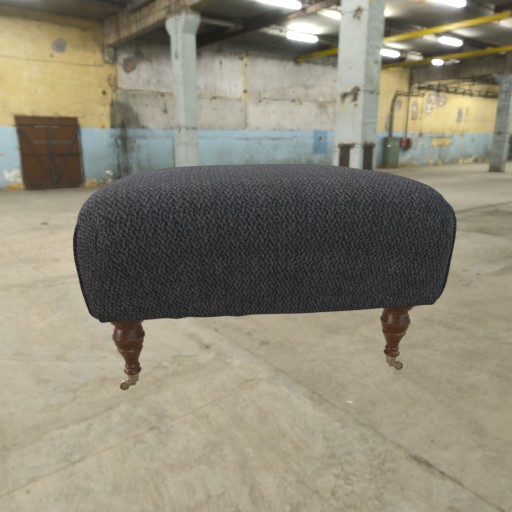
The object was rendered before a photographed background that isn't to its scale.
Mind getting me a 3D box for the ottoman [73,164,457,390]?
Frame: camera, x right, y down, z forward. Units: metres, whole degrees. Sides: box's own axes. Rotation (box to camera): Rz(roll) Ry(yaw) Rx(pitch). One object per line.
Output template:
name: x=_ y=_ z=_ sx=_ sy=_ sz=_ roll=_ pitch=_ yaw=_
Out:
ottoman: x=0.000 y=0.000 z=1.113 sx=0.747 sy=0.450 sz=0.622 roll=-2 pitch=14 yaw=-8
